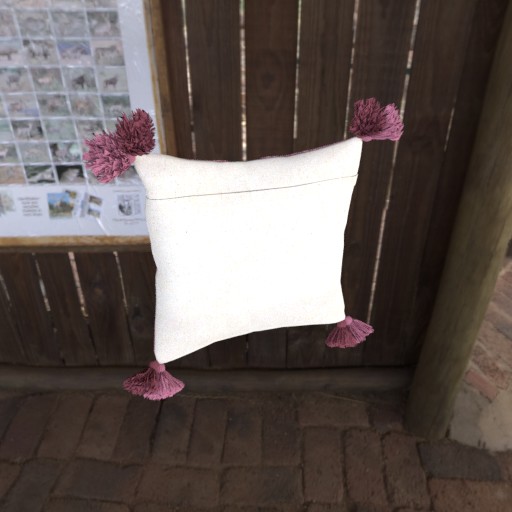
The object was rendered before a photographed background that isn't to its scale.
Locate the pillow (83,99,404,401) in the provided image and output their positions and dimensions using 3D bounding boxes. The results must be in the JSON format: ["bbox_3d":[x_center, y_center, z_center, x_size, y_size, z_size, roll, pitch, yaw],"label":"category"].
[{"bbox_3d":[0.000,0.000,0.972,0.641,0.659,0.138,-9,30,-16],"label":"pillow"}]
